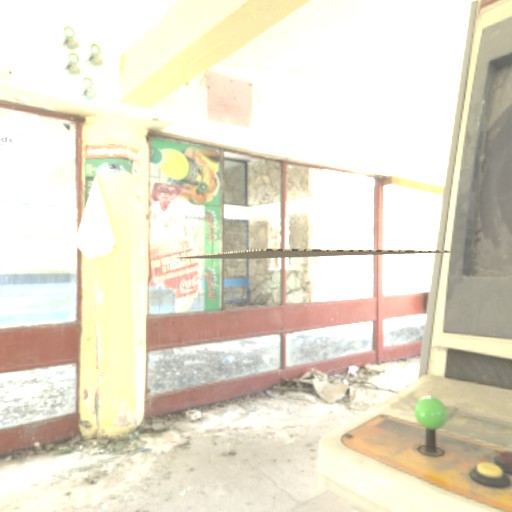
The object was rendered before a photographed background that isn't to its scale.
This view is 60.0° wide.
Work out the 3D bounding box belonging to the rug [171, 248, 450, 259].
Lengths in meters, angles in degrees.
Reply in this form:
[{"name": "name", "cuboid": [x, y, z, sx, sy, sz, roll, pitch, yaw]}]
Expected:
[{"name": "rug", "cuboid": [0.000, 0.000, 2.491, 0.676, 0.008, 2.277, 0, -1, -18]}]
